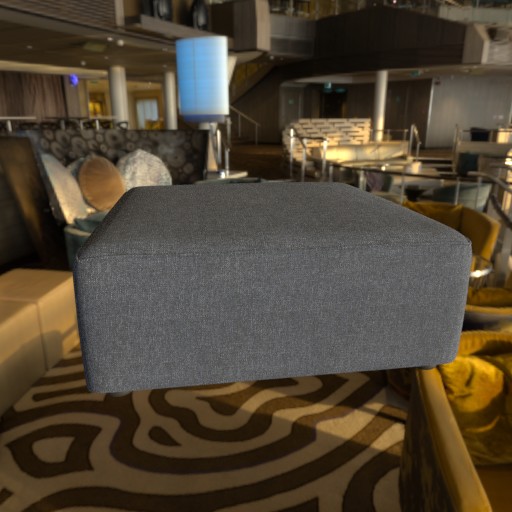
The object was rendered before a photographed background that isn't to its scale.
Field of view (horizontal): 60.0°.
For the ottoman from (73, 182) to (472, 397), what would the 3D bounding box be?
[{"bbox_3d":[0.000,0.000,1.555,1.000,0.439,1.000,-3,17,-8],"label":"ottoman"}]
